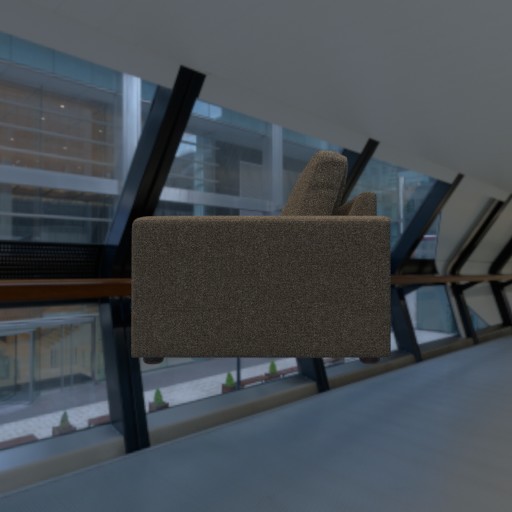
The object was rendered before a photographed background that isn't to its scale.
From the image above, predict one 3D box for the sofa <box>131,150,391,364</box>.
[{"bbox_3d":[0.000,0.000,2.745,1.016,0.873,2.179,0,-1,0],"label":"sofa"}]
